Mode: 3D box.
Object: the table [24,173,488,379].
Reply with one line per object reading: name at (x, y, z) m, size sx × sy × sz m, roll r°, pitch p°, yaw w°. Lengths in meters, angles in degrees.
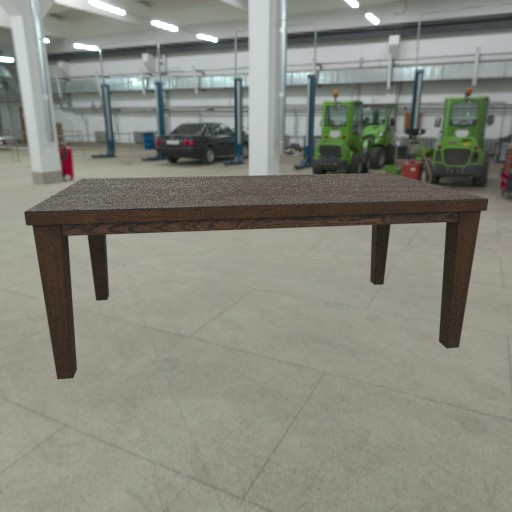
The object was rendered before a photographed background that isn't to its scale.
table at (0.000, 0.000, 2.457) m, size 1.981 × 0.762 × 1.016 m, roll -3°, pitch 17°, yaw -8°
